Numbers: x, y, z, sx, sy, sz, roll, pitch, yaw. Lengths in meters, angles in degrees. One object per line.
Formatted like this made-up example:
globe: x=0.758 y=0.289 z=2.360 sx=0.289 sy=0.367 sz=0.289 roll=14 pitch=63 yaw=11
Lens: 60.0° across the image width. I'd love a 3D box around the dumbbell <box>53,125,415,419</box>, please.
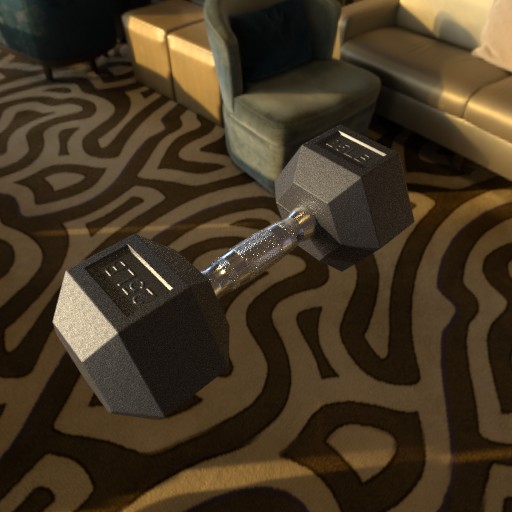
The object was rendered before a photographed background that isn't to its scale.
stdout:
dumbbell: x=0.000 y=0.000 z=0.370 sx=0.315 sy=0.113 sz=0.129 roll=-33 pitch=54 yaw=-28
